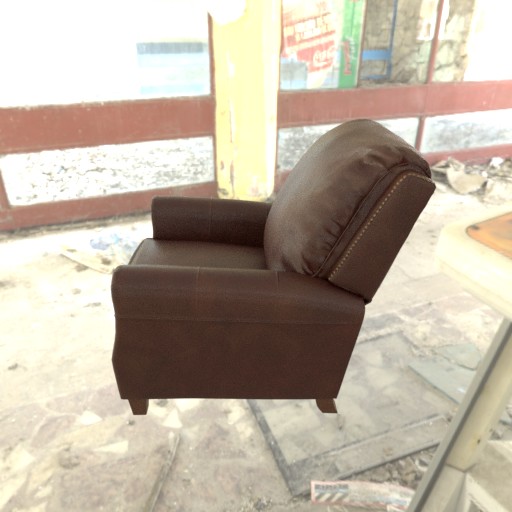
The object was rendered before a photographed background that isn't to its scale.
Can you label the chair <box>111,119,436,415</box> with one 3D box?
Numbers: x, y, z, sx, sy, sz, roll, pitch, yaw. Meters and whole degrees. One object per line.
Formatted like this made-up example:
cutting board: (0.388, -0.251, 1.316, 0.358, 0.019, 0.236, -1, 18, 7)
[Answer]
chair: (0.000, 0.000, 1.799, 1.089, 1.022, 0.826, -1, 27, -1)
